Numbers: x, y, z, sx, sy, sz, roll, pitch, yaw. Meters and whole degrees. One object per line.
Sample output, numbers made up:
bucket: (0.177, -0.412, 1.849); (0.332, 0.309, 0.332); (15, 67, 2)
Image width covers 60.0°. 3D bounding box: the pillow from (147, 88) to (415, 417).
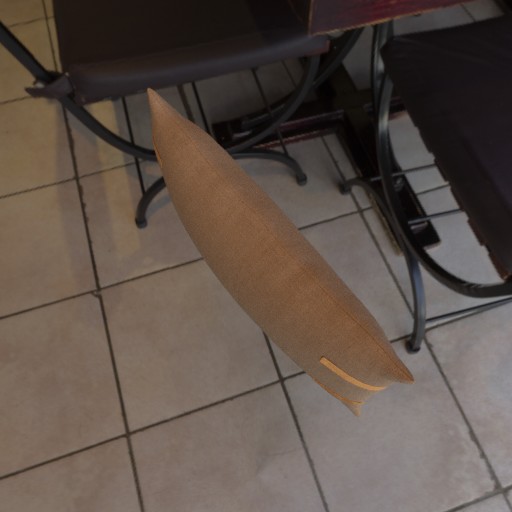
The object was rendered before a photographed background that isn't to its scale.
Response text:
pillow: (0.000, 0.000, 0.757); (0.148, 0.308, 0.612); (-34, 68, -16)
